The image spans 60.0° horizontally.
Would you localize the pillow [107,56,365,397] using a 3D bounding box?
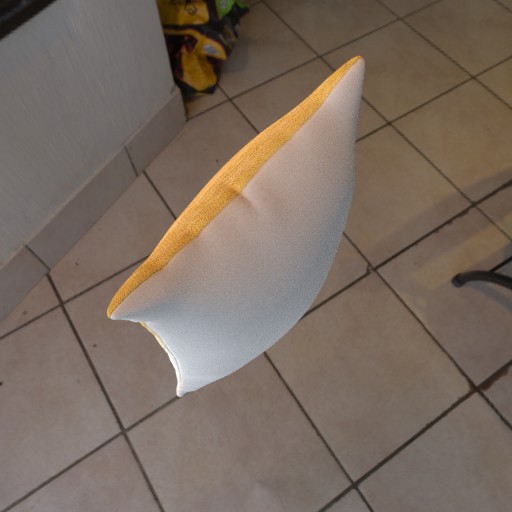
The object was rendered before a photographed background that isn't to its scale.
[{"bbox_3d":[0.000,0.000,0.690,0.211,0.450,0.450,35,68,16],"label":"pillow"}]
